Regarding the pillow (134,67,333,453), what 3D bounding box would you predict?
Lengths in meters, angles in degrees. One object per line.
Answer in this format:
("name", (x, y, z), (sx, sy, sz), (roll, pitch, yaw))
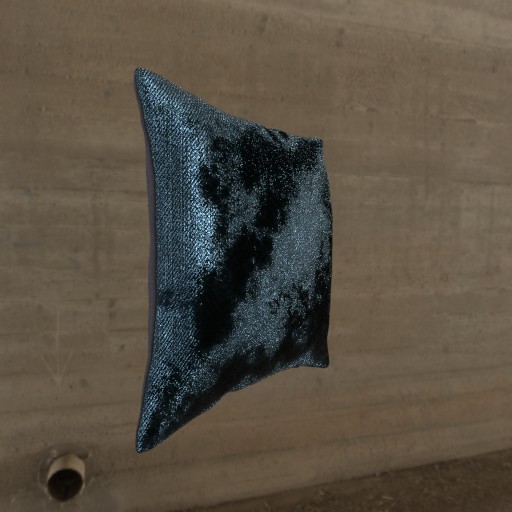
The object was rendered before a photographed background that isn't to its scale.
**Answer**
("pillow", (0.000, 0.000, 0.656), (0.138, 0.430, 0.436), (0, 0, 37))
